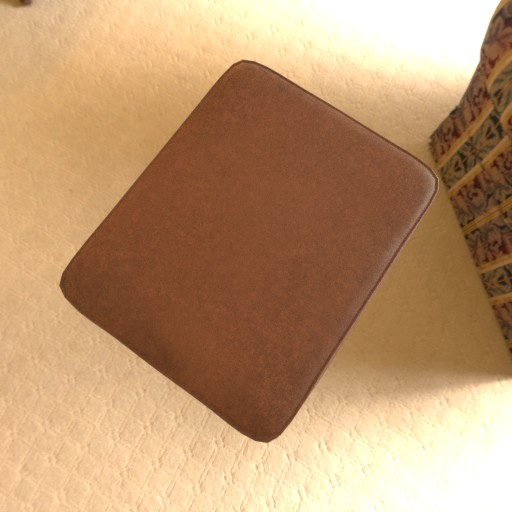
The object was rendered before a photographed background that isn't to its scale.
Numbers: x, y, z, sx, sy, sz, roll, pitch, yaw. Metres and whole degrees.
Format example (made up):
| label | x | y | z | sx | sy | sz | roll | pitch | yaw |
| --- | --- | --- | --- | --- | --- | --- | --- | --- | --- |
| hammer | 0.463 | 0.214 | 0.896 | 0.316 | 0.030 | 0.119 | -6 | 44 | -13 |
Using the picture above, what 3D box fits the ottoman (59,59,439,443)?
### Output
| label | x | y | z | sx | sy | sz | roll | pitch | yaw |
| --- | --- | --- | --- | --- | --- | --- | --- | --- | --- |
| ottoman | 0.000 | 0.000 | 1.161 | 0.589 | 0.537 | 0.738 | 34 | 79 | 8 |
